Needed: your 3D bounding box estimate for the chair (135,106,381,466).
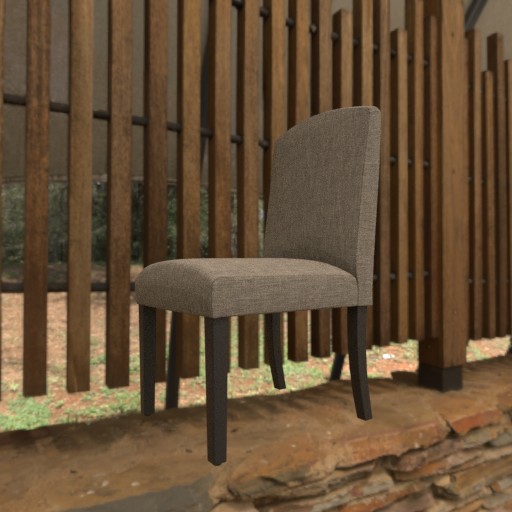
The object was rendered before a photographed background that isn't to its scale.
[{"bbox_3d":[0.000,0.000,1.270,0.580,0.917,0.451,1,-2,-36],"label":"chair"}]
